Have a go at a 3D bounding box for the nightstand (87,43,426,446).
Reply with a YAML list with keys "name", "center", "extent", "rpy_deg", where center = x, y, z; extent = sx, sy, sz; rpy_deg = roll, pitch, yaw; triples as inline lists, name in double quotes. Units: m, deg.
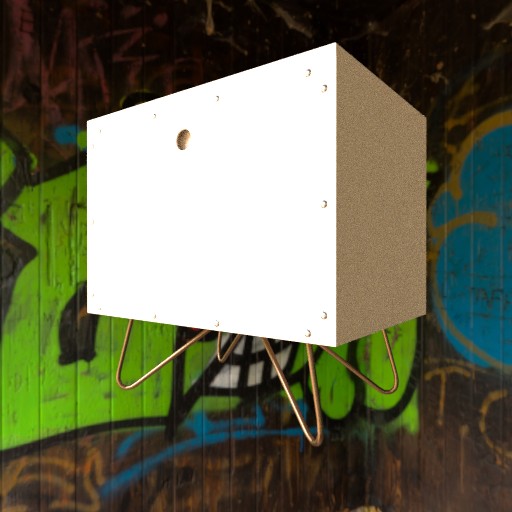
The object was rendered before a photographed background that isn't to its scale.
- name: "nightstand"
  center: [0.000, 0.000, 0.985]
  extent: [0.614, 0.604, 0.447]
  rpy_deg: [0, 0, 37]
